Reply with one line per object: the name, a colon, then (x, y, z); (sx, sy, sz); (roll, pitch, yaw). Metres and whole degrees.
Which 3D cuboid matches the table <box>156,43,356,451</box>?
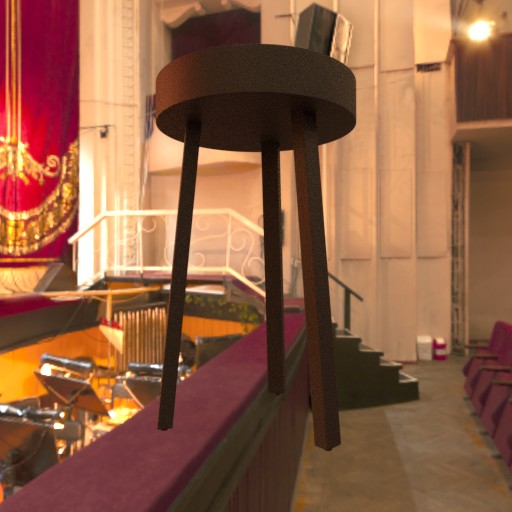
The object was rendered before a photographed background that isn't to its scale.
table: (0.000, 0.000, 0.919); (0.406, 0.686, 0.406); (0, 0, 17)
